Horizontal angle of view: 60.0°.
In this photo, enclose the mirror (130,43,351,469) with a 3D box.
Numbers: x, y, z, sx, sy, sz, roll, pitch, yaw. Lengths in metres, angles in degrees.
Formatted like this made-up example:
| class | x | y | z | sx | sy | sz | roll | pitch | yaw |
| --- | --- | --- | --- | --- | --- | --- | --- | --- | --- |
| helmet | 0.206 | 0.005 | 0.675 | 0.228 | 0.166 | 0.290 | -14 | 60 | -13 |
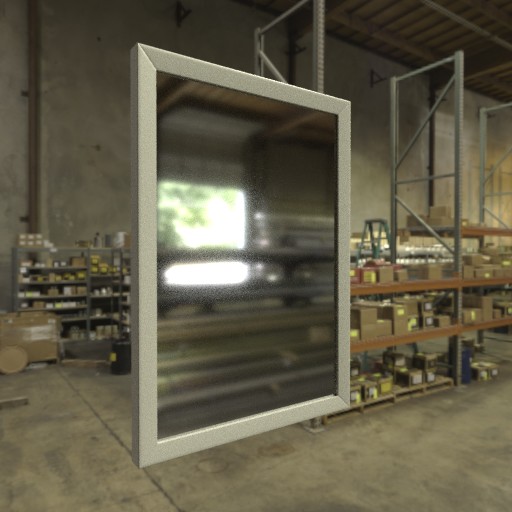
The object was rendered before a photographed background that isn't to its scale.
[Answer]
| class | x | y | z | sx | sy | sz | roll | pitch | yaw |
| --- | --- | --- | --- | --- | --- | --- | --- | --- | --- |
| mirror | 0.000 | 0.000 | 0.900 | 0.507 | 0.710 | 0.040 | 0 | 1 | -35 |
